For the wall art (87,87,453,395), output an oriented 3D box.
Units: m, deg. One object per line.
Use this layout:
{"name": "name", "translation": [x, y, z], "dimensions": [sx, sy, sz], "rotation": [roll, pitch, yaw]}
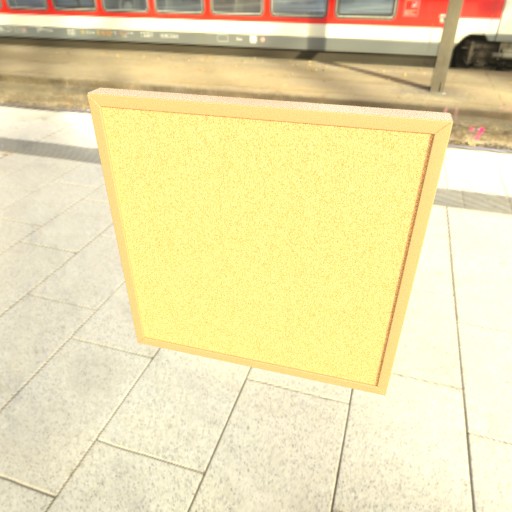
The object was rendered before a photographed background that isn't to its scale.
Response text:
{"name": "wall art", "translation": [0.000, 0.000, 0.752], "dimensions": [0.509, 0.509, 0.036], "rotation": [9, 35, 13]}
